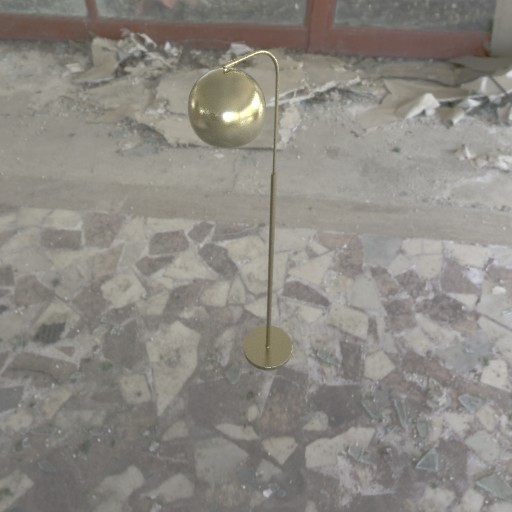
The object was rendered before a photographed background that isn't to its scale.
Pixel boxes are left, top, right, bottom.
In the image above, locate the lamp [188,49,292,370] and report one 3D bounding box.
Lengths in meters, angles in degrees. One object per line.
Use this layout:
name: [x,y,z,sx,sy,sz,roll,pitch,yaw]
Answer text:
lamp: [0.000,0.000,1.689,0.250,1.526,0.431,33,55,28]
